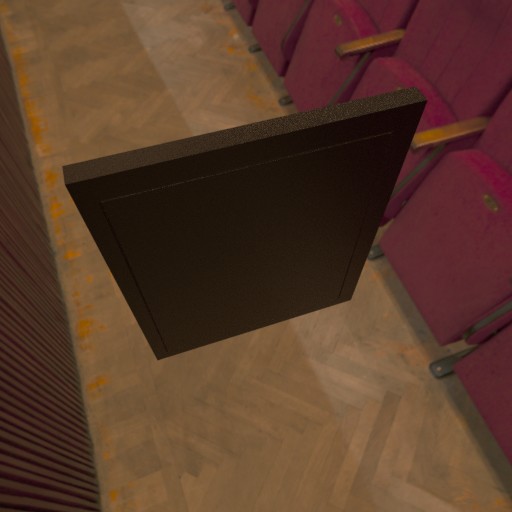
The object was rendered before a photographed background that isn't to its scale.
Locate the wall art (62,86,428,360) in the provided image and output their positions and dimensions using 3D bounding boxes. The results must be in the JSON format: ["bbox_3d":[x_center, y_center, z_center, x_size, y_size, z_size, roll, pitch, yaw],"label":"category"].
[{"bbox_3d":[0.000,0.000,0.777,0.461,0.558,0.031,-16,58,-10],"label":"wall art"}]
